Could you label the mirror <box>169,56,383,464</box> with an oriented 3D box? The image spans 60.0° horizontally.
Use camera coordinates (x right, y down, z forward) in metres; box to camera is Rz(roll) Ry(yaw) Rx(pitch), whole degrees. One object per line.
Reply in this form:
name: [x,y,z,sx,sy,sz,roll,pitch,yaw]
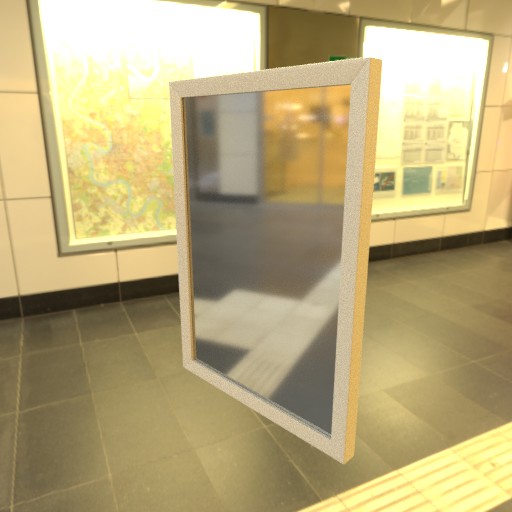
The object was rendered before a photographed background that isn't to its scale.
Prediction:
mirror: [0.000,0.000,0.923,0.507,0.710,0.040,15,22,43]
